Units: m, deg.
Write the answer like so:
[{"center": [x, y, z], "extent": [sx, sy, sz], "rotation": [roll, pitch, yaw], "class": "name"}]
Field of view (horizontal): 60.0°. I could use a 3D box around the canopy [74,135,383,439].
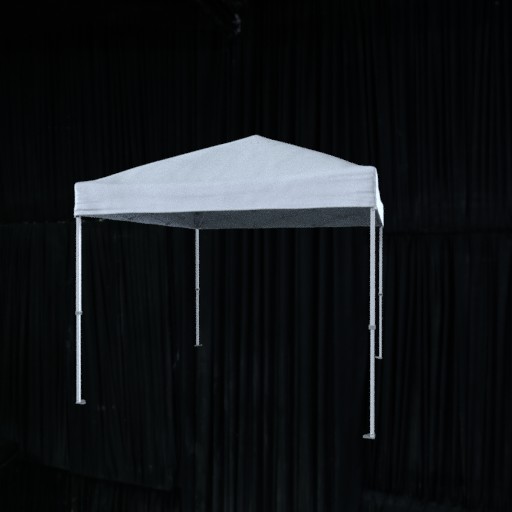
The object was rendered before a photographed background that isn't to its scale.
[{"center": [0.000, 0.000, 5.513], "extent": [2.998, 2.997, 2.996], "rotation": [0, 1, 17], "class": "canopy"}]
